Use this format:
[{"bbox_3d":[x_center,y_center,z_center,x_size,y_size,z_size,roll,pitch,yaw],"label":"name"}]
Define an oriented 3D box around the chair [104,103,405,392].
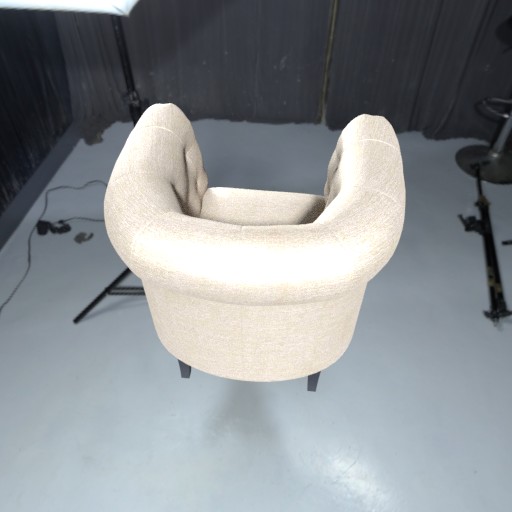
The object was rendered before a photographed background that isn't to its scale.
[{"bbox_3d":[0.000,0.000,1.581,0.905,0.827,0.852,5,46,5],"label":"chair"}]
